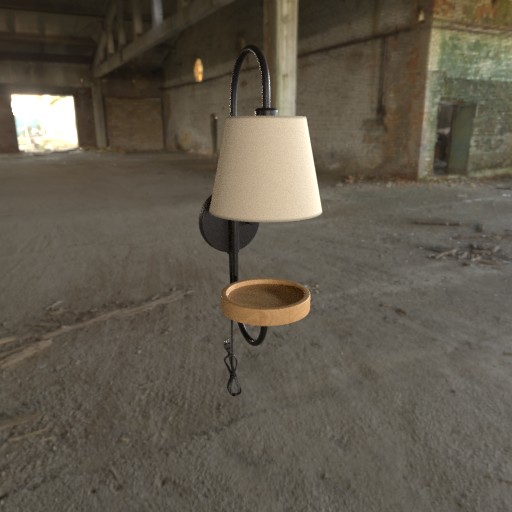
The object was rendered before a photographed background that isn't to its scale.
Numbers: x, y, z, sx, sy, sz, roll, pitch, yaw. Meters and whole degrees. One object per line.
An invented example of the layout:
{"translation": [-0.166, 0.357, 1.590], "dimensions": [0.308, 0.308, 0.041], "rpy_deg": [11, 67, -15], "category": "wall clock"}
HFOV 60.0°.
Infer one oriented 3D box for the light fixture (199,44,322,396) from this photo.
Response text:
{"translation": [0.000, 0.000, 0.933], "dimensions": [0.220, 0.821, 0.299], "rpy_deg": [-9, 18, -27], "category": "light fixture"}
